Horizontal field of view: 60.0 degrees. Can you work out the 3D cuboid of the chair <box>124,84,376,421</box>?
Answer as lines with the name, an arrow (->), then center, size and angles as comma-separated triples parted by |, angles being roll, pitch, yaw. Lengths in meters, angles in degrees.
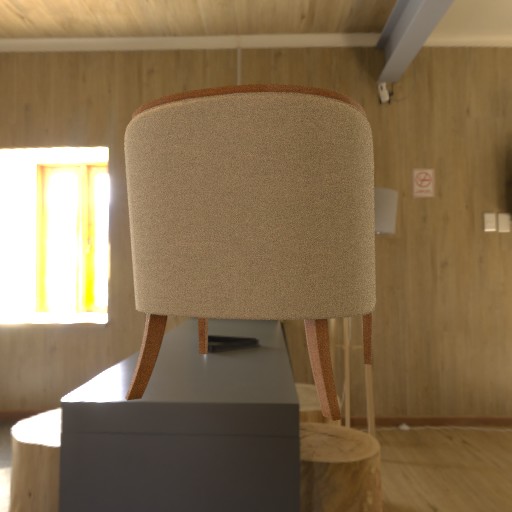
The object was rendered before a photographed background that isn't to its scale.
chair -> 0.000, 0.000, 1.383 | 0.711, 0.775, 0.757 | 0, -1, 16
